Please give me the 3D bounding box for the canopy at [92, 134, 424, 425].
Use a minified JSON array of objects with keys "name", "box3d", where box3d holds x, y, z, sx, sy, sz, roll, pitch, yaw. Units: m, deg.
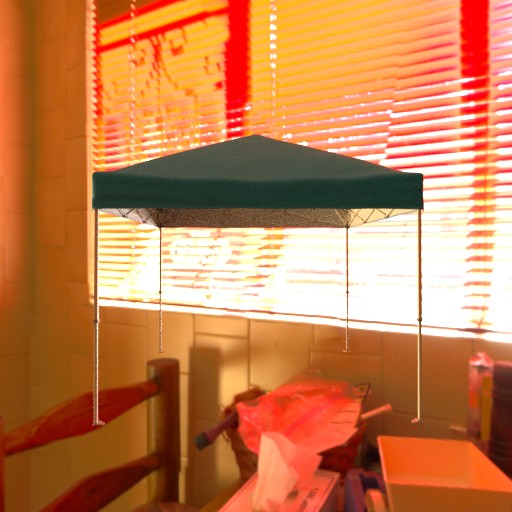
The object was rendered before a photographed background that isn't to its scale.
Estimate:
[{"name":"canopy","box3d":[0.000,0.000,5.446,2.996,2.997,2.998,0,0,-1]}]
